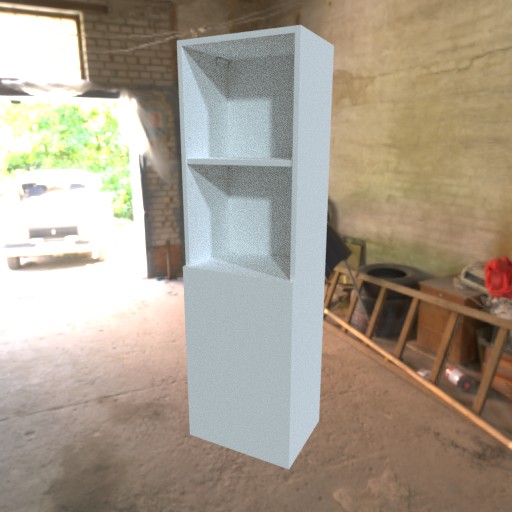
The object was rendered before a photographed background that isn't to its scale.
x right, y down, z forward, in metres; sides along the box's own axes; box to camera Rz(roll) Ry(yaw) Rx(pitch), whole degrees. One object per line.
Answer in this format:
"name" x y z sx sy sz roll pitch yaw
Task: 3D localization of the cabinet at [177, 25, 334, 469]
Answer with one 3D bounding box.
"cabinet" 0.000 0.000 1.525 0.400 1.350 0.300 7 16 26
